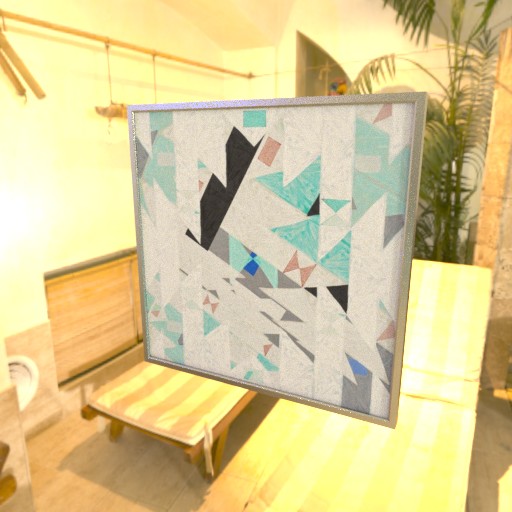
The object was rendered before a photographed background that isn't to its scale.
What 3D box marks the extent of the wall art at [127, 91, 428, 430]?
[{"bbox_3d":[0.000,0.000,1.210,0.806,0.806,0.038,7,16,26],"label":"wall art"}]
